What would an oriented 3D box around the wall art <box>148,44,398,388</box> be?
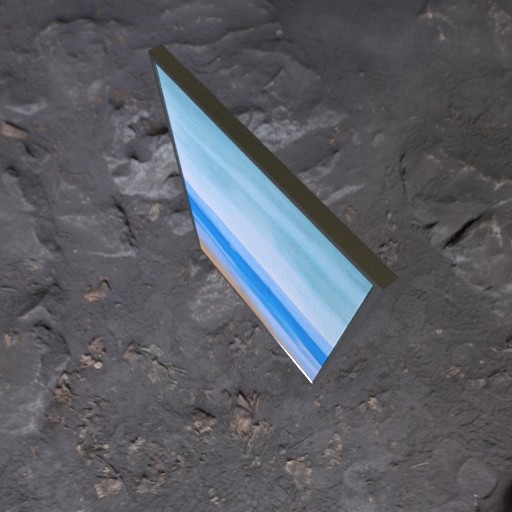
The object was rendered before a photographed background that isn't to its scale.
[{"bbox_3d":[0.000,0.000,1.434,0.041,1.062,0.803,-36,69,-16],"label":"wall art"}]
